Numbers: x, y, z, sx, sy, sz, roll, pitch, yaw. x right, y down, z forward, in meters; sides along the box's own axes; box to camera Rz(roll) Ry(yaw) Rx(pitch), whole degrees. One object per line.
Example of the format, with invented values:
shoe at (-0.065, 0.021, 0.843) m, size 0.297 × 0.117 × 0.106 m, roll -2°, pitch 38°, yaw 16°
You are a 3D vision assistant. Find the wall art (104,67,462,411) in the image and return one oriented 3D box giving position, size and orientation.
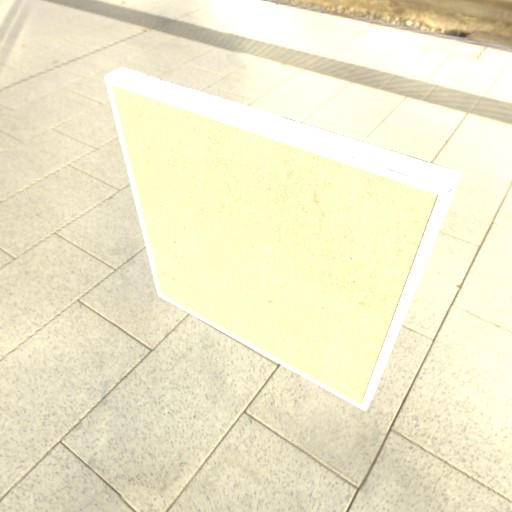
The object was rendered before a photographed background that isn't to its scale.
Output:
wall art at (0.000, 0.000, 0.747) m, size 0.508 × 0.508 × 0.038 m, roll 25°, pitch 50°, yaw 22°
